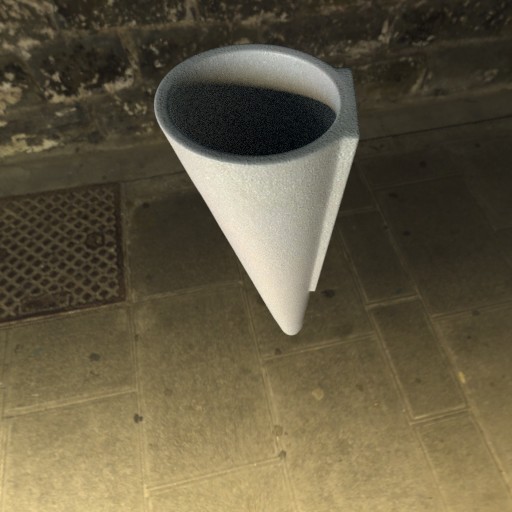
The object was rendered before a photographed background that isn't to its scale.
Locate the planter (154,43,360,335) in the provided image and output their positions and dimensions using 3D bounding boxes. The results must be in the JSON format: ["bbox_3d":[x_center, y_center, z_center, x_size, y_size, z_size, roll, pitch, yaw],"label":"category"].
[{"bbox_3d":[0.000,0.000,0.221,0.064,0.191,0.057,2,59,1],"label":"planter"}]
